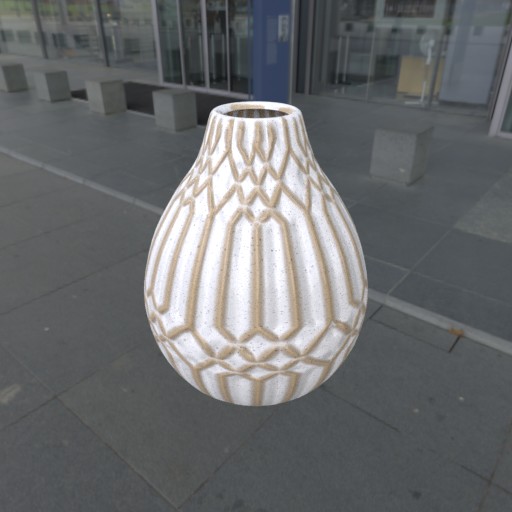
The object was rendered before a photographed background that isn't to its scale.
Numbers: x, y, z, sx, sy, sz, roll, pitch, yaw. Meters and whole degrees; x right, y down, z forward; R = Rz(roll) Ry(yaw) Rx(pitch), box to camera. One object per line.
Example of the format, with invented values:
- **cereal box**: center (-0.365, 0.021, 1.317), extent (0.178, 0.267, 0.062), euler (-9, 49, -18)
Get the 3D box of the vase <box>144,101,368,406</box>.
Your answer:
- **vase**: center (0.000, 0.000, 0.312), extent (0.159, 0.200, 0.159), euler (0, 30, 0)
